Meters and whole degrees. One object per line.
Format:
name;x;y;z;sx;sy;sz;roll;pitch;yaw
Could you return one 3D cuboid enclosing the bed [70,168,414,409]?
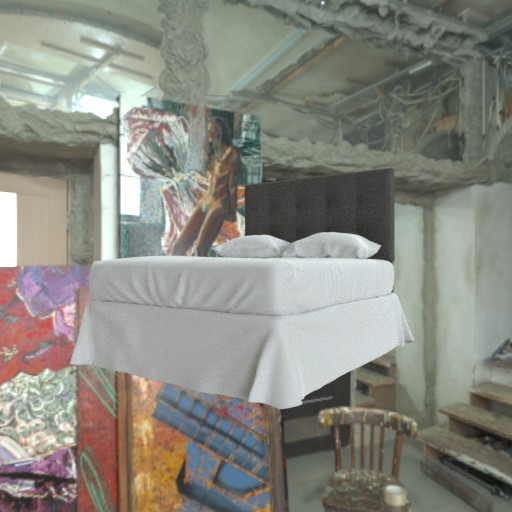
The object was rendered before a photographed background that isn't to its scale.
bed;0.000;0.000;3.591;1.936;1.577;2.222;0;0;35
